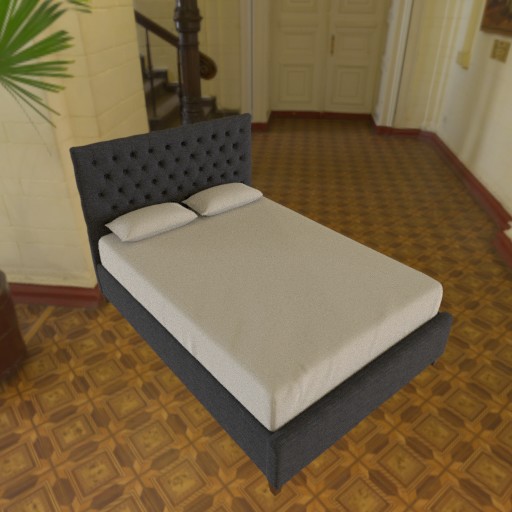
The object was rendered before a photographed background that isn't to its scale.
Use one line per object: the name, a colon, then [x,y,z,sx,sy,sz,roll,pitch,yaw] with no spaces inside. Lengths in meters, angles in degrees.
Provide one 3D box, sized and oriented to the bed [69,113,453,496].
bed: [0.000,0.000,3.311,1.698,1.427,2.387,-23,38,-33]
